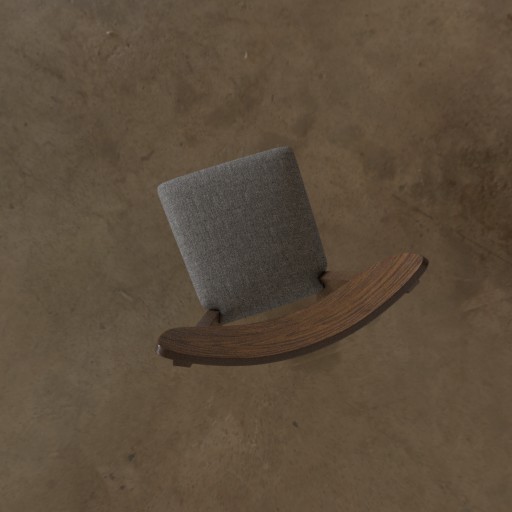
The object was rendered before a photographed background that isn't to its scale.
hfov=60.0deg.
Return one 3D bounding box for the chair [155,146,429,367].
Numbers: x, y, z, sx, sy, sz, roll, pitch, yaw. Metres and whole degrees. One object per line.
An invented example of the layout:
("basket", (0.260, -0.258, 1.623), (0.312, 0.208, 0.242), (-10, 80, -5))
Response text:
("chair", (0.000, 0.000, 1.196), (0.491, 0.849, 0.583), (-18, 75, -5))
